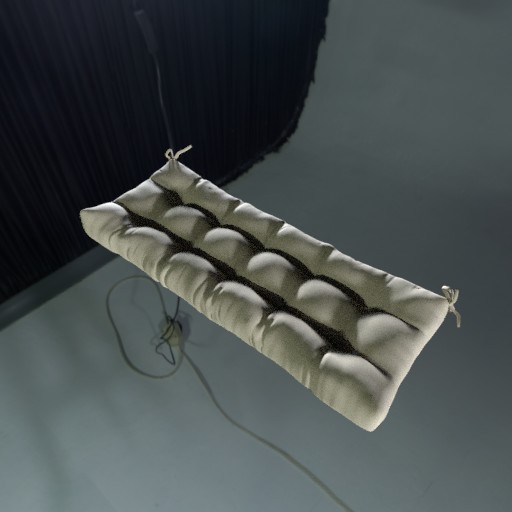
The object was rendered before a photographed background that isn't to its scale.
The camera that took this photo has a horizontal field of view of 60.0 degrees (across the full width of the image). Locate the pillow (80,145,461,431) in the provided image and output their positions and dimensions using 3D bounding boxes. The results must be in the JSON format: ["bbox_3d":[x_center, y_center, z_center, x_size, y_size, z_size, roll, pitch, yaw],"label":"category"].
[{"bbox_3d":[0.000,0.000,1.385,1.194,0.174,0.511,30,53,26],"label":"pillow"}]
